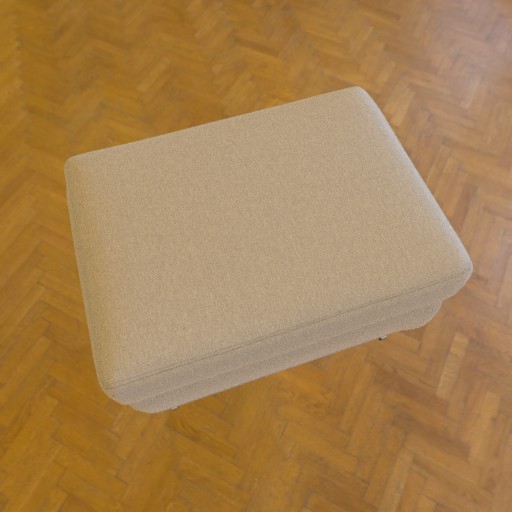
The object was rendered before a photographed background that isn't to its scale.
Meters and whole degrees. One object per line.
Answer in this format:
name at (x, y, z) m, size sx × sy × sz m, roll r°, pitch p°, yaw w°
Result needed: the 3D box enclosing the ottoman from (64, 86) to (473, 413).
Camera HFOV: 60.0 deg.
ottoman at (0.000, 0.000, 1.119) m, size 0.773 × 0.497 × 0.574 m, roll -17°, pitch 64°, yaw -8°
